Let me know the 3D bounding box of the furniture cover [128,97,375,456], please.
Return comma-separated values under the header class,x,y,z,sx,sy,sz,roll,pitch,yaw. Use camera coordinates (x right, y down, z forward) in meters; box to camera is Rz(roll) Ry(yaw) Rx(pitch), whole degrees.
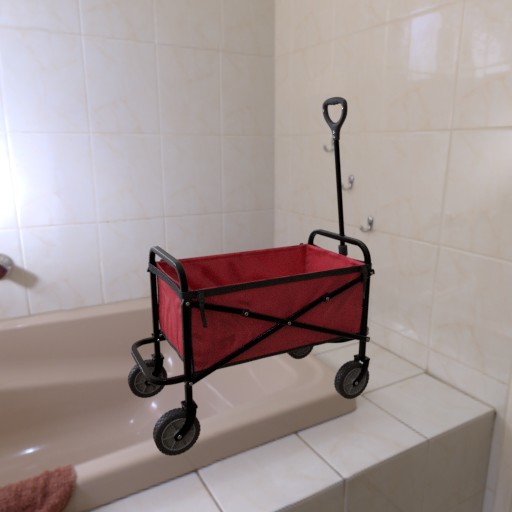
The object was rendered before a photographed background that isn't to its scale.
class,x,y,z,sx,sy,sz,roll,pitch,yaw
furniture cover,0.000,0.000,1.859,1.038,1.295,0.532,-7,16,-27
